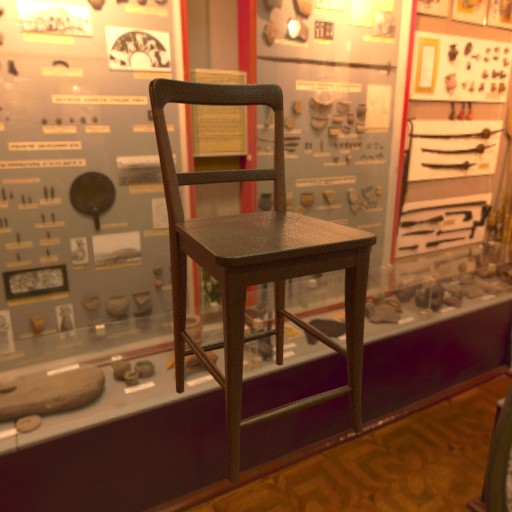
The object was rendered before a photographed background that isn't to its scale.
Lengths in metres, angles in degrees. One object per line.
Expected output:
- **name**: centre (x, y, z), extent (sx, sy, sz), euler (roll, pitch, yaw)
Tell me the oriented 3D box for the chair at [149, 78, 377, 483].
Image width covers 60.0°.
- **chair**: centre (0.000, 0.000, 1.290), extent (0.450, 0.991, 0.546), euler (-8, 18, -27)
